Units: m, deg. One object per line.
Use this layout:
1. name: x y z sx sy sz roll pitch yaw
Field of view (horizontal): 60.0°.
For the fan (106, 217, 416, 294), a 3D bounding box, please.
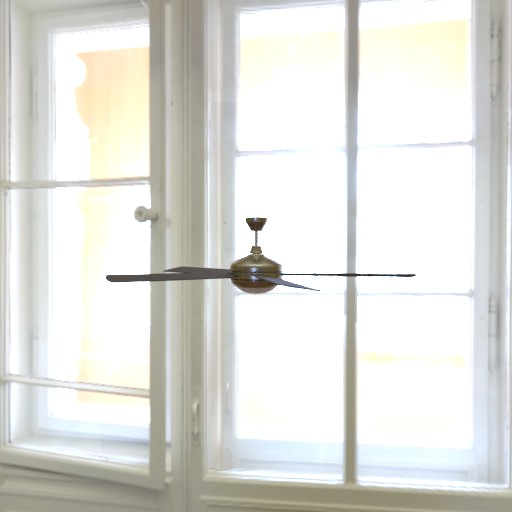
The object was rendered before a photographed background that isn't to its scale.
1. fan: 0.000 0.000 2.056 1.321 0.356 1.321 -1 2 -36
